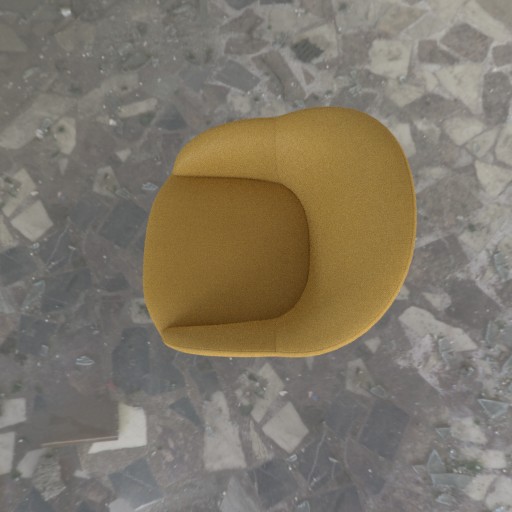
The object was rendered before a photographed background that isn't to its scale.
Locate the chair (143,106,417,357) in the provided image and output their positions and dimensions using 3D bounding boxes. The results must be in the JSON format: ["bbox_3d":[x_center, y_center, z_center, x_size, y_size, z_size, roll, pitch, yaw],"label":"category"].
[{"bbox_3d":[0.000,0.000,1.182,0.583,0.793,0.551,1,74,0],"label":"chair"}]
